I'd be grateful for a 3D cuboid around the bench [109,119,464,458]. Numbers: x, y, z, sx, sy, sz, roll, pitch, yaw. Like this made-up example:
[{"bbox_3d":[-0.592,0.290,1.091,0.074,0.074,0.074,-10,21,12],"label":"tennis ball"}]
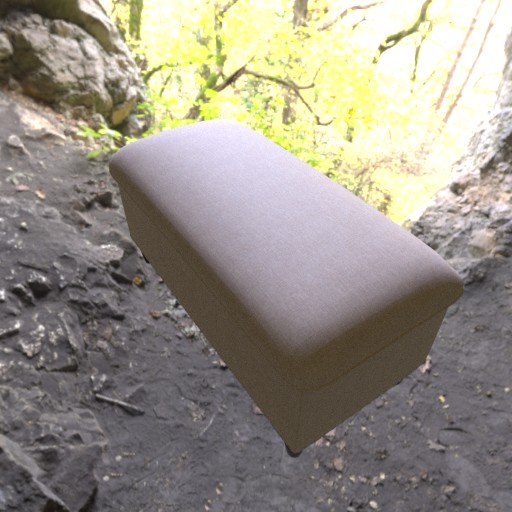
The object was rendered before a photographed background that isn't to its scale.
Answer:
[{"bbox_3d":[0.000,0.000,1.260,0.483,0.483,0.991,-24,47,-25],"label":"bench"}]
